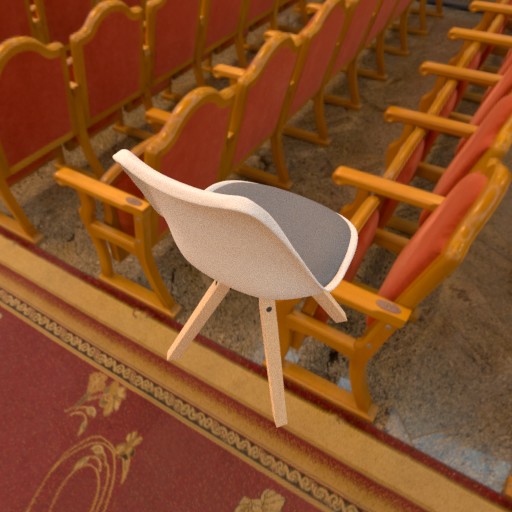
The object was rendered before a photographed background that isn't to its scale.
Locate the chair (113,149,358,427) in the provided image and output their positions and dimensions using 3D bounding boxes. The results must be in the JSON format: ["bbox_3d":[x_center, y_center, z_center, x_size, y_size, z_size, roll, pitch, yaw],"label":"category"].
[{"bbox_3d":[0.000,0.000,1.192,0.485,0.850,0.550,25,52,21],"label":"chair"}]
